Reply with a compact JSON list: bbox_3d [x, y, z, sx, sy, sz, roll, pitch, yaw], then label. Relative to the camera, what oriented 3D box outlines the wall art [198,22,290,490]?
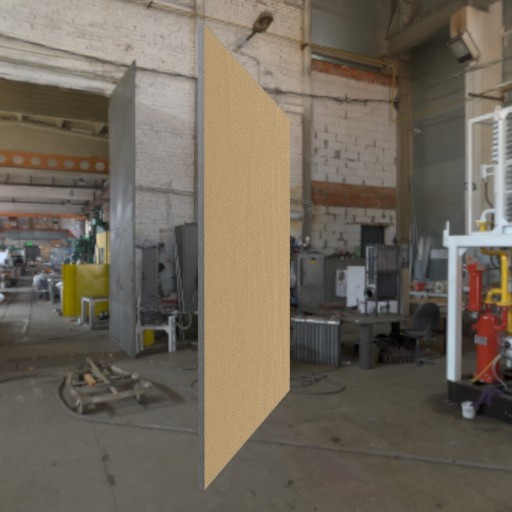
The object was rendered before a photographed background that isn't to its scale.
[{"bbox_3d":[0.000,0.000,1.443,0.016,1.116,0.810,0,1,19],"label":"wall art"}]
